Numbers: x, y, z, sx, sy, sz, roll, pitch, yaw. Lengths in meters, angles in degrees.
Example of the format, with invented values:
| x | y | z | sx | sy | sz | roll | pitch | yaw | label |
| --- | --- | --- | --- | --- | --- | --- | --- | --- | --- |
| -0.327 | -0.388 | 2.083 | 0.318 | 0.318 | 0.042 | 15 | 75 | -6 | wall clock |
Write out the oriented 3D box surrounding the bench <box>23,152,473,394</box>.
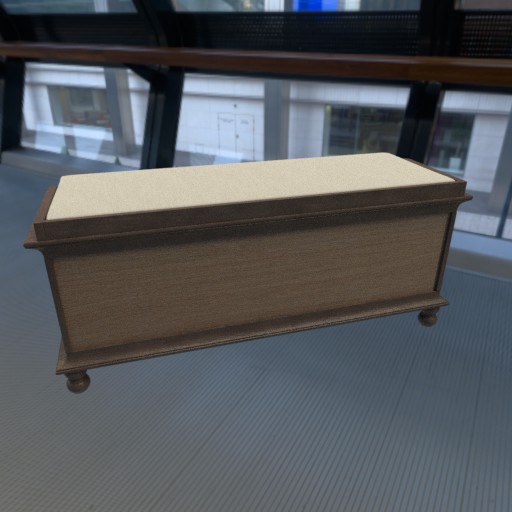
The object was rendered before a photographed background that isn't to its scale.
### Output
| x | y | z | sx | sy | sz | roll | pitch | yaw | label |
| --- | --- | --- | --- | --- | --- | --- | --- | --- | --- |
| 0.000 | 0.000 | 1.384 | 1.185 | 0.501 | 0.402 | -7 | 27 | -15 | bench |
